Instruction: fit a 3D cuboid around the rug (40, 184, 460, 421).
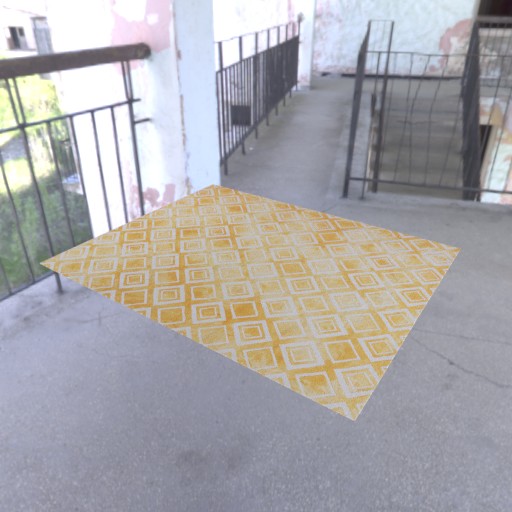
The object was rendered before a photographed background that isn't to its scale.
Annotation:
[{"bbox_3d":[0.000,0.000,4.090,3.037,0.011,2.433,19,35,30],"label":"rug"}]
